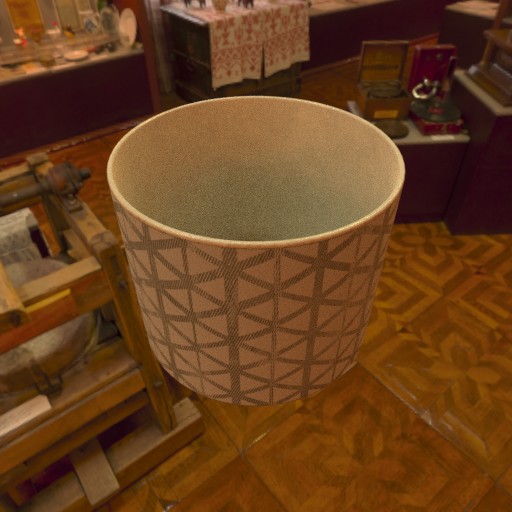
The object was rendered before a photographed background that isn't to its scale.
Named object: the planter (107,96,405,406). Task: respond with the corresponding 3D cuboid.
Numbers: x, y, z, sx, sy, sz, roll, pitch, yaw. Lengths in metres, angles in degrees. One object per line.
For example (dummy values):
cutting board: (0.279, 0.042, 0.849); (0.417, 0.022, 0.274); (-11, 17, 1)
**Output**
planter: (0.000, 0.000, 0.350); (0.190, 0.181, 0.190); (0, 41, 0)
